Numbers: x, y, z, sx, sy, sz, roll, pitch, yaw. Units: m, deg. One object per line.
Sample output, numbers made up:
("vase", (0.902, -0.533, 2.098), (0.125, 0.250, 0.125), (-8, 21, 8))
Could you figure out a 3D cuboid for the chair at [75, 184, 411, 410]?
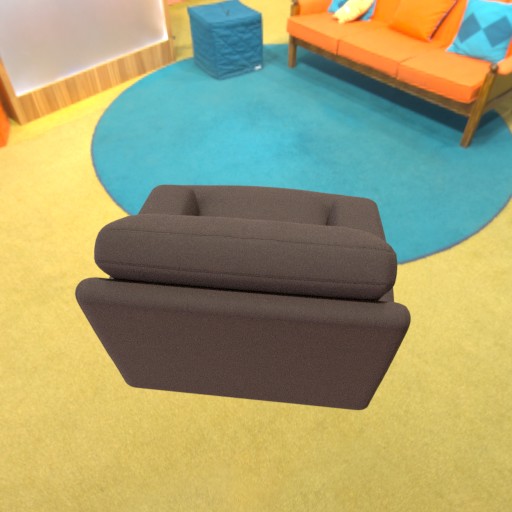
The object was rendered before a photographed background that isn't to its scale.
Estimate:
("chair", (0.000, 0.000, 2.038), (1.168, 0.940, 1.143), (4, 46, 4))
